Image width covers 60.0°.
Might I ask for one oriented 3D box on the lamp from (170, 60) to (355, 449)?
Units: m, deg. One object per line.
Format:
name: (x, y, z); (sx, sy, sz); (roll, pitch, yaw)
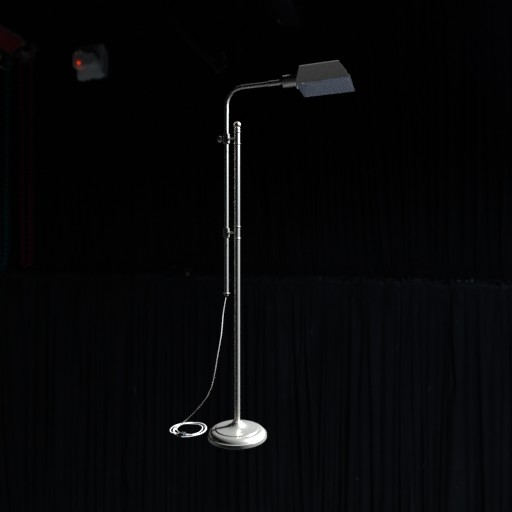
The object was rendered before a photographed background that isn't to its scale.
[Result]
lamp: (0.000, 0.000, 1.898); (0.813, 1.571, 0.256); (0, 0, 19)
